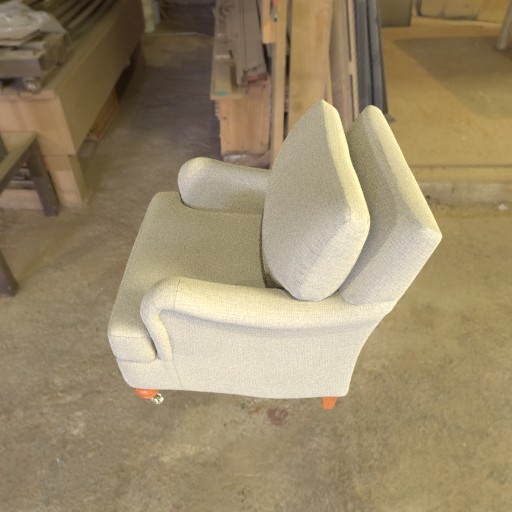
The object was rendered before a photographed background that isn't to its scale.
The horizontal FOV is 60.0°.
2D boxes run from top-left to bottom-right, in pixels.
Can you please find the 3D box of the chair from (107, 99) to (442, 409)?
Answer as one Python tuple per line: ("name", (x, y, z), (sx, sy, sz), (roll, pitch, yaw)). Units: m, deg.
("chair", (0.000, 0.000, 1.865), (1.070, 1.038, 0.955), (1, 41, 1))
